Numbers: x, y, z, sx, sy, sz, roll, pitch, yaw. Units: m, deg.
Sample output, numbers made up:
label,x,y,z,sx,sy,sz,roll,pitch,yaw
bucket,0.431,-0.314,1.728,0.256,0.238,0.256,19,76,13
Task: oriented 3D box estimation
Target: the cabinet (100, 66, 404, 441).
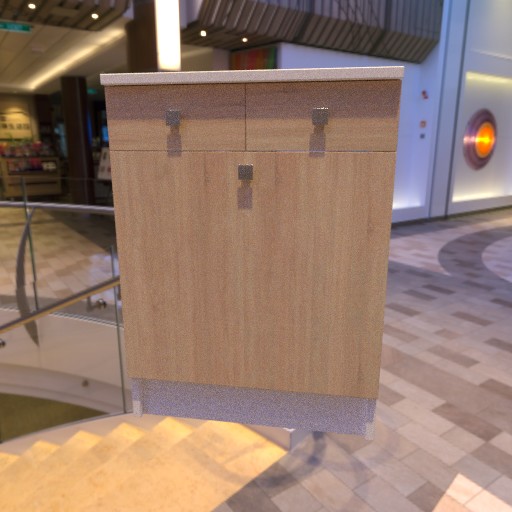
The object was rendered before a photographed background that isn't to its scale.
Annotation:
label,x,y,z,sx,sy,sz,roll,pitch,yaw
cabinet,0.000,0.000,1.099,0.600,0.815,0.296,2,14,9
